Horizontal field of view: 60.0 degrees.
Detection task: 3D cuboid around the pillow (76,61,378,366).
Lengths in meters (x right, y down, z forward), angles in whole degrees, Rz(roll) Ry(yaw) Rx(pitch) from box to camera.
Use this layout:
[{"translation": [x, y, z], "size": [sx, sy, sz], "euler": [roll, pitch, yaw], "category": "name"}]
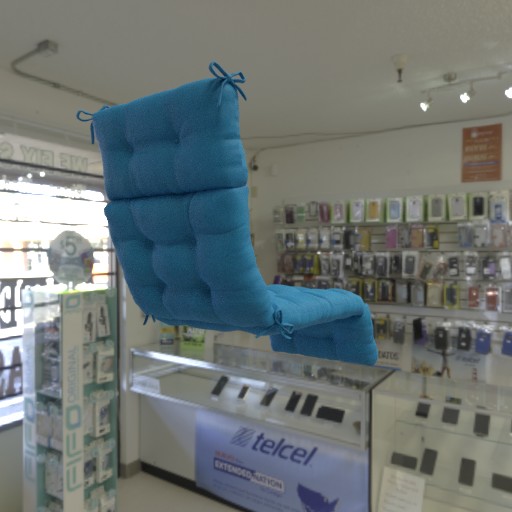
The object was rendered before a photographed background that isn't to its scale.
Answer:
[{"translation": [0.000, 0.000, 1.488], "size": [0.526, 0.863, 1.016], "euler": [0, 1, 35], "category": "pillow"}]
